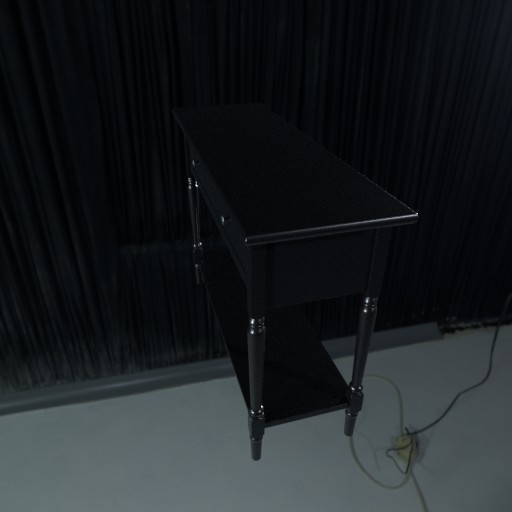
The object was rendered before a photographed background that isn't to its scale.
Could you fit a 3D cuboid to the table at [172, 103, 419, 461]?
[{"bbox_3d":[0.000,0.000,1.601,0.386,0.819,1.191,-8,31,-14],"label":"table"}]
